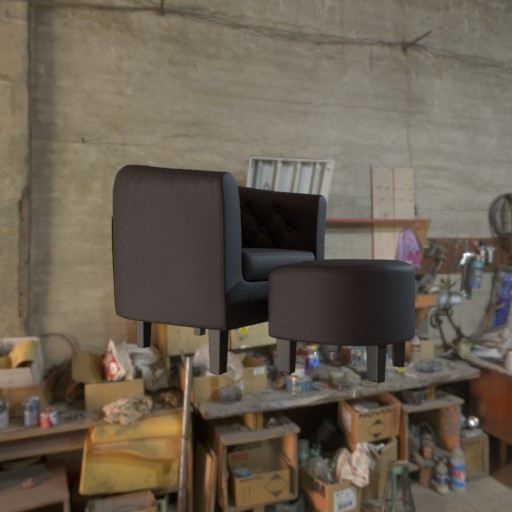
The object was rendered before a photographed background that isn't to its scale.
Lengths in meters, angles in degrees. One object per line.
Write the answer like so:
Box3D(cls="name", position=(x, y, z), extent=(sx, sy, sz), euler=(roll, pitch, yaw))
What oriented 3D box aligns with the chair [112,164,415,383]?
Box3D(cls="chair", position=(0.000, 0.000, 1.721), extent=(1.191, 0.760, 0.763), euler=(0, 0, 35))
